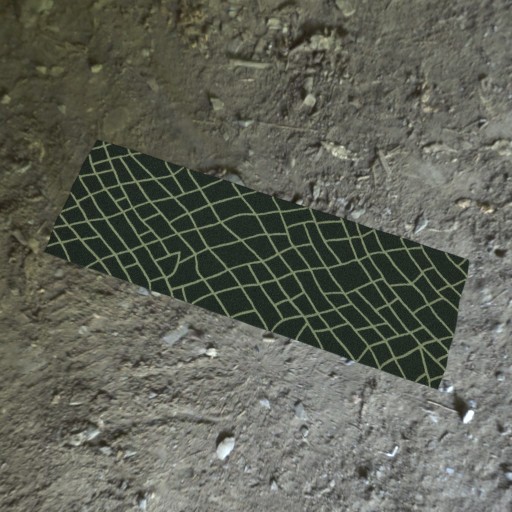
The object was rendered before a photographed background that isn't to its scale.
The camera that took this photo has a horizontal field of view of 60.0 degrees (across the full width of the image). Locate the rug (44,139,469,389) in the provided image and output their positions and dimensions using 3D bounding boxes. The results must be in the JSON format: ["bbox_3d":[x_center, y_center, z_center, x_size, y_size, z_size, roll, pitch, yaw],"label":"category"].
[{"bbox_3d":[0.000,0.000,2.677,2.476,0.010,0.807,19,77,4],"label":"rug"}]
